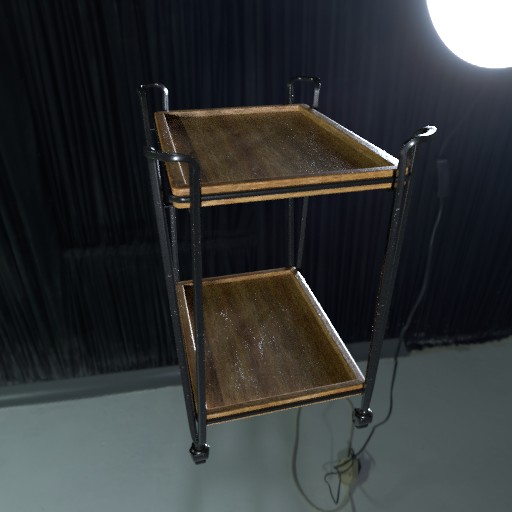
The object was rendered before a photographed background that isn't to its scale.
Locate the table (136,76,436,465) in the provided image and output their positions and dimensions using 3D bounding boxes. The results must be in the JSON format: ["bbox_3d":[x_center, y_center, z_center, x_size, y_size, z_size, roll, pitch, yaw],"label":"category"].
[{"bbox_3d":[0.000,0.000,1.171,0.505,0.785,0.672,-7,31,-12],"label":"table"}]
